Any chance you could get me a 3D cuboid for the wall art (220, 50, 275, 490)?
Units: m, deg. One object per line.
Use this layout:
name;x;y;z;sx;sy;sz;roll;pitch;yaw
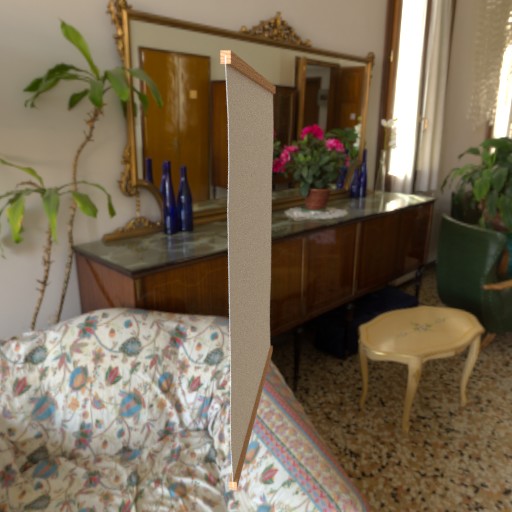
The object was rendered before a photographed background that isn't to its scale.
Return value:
wall art;0.000;0.000;1.329;0.020;1.016;0.739;2;16;9
